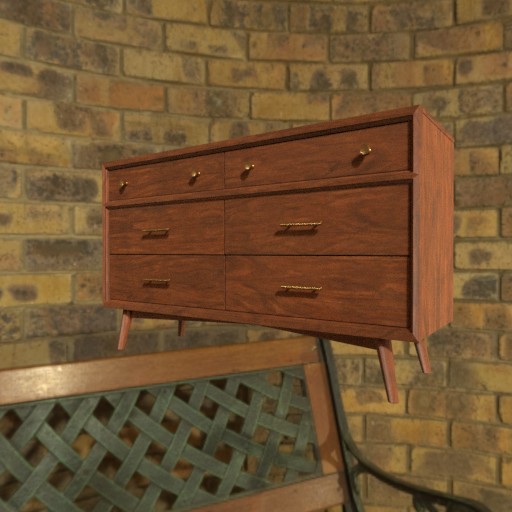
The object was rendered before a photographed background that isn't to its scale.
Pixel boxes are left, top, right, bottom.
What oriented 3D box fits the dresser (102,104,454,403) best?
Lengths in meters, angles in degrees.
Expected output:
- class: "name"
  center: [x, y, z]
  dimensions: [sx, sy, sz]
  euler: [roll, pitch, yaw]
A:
- class: "dresser"
  center: [0.000, 0.000, 1.890]
  dimensions: [1.472, 0.889, 0.500]
  euler: [0, 1, 35]
